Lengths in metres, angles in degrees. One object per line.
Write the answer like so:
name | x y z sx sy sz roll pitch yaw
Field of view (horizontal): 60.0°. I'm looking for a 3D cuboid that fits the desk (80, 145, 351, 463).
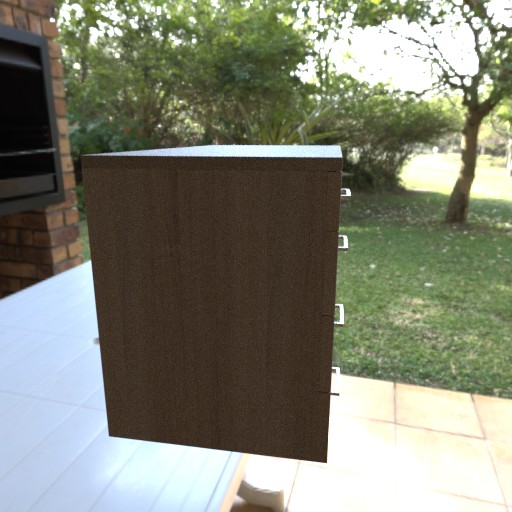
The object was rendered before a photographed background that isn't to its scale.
desk | 0.000 0.000 1.556 0.600 0.731 1.100 3 15 10
